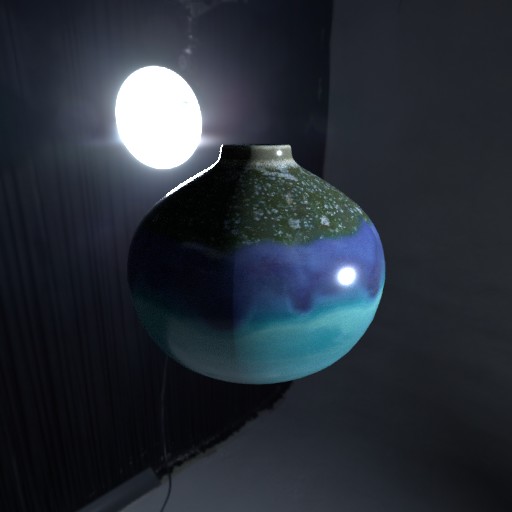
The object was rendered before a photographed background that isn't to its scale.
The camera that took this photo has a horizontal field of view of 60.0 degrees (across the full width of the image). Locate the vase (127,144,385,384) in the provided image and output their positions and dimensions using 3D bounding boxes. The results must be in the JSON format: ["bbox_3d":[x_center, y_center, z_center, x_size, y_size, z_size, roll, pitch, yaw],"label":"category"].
[{"bbox_3d":[0.000,0.000,0.273,0.154,0.133,0.154,0,15,0],"label":"vase"}]
